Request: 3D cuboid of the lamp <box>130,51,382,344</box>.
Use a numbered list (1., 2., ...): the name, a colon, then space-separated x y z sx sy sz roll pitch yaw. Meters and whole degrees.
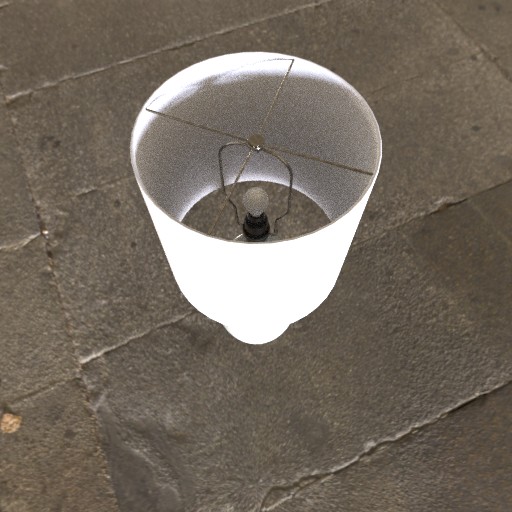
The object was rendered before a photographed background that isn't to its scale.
1. lamp: 0.000 0.000 0.585 0.217 0.453 0.217 18 64 9
